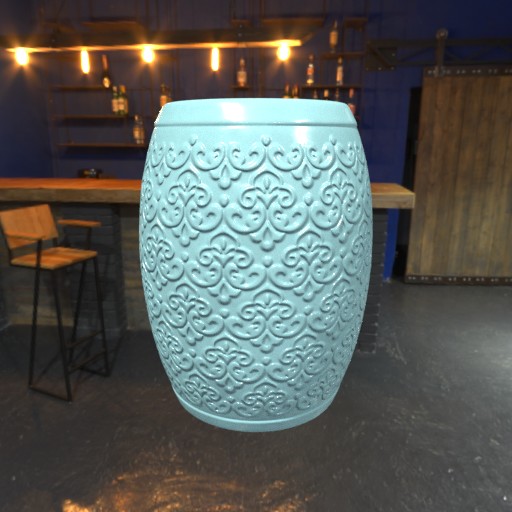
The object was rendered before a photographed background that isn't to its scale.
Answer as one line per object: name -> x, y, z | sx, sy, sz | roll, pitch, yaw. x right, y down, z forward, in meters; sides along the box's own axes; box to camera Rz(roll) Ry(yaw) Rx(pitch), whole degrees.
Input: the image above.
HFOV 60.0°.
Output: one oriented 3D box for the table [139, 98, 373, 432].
table -> 0.000, 0.000, 0.612 | 0.309, 0.397, 0.309 | 0, 15, 0
